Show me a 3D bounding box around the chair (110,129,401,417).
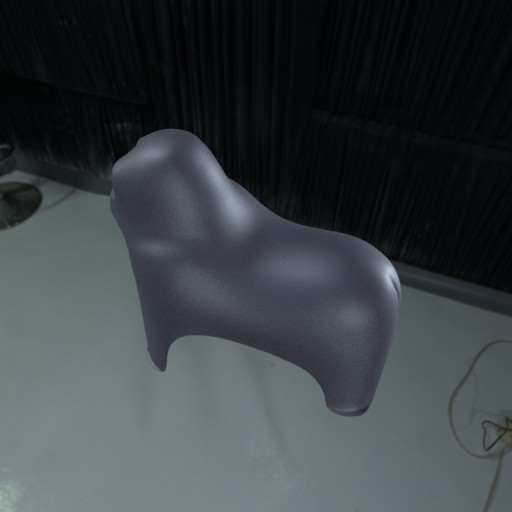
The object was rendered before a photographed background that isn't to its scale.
[{"bbox_3d":[0.000,0.000,1.131,0.758,0.600,0.490,15,48,14],"label":"chair"}]
